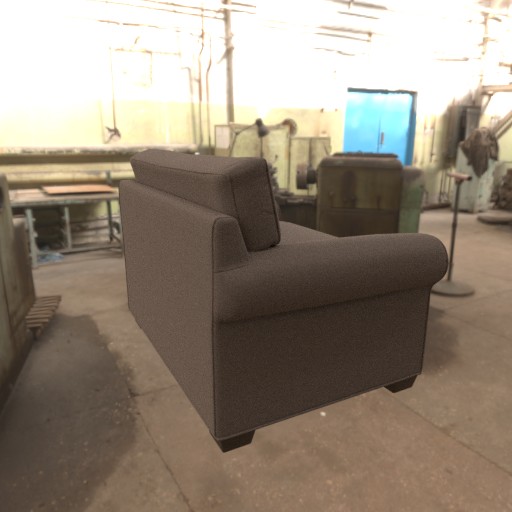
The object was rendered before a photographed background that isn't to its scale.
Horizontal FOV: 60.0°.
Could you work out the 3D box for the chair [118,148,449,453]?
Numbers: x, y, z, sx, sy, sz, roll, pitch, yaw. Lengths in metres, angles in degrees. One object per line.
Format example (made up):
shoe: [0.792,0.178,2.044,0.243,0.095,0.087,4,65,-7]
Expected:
chair: [0.000,0.000,2.008,0.930,0.930,1.390,-8,17,-27]
